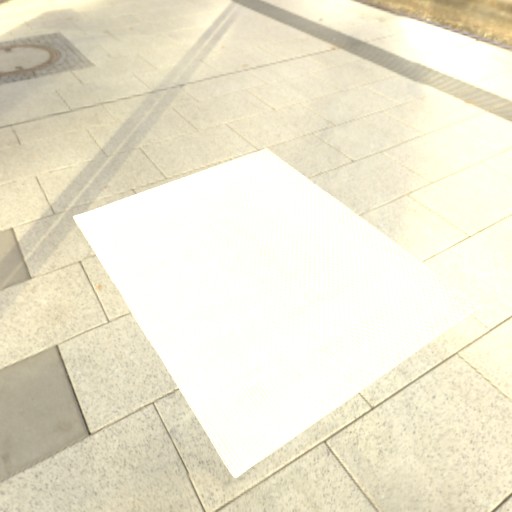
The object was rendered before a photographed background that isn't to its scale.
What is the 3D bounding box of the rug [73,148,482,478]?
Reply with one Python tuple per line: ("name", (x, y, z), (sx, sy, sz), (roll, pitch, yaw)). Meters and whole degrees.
("rug", (0.000, 0.000, 3.840), (2.277, 0.035, 2.897), (-25, 49, -24))
